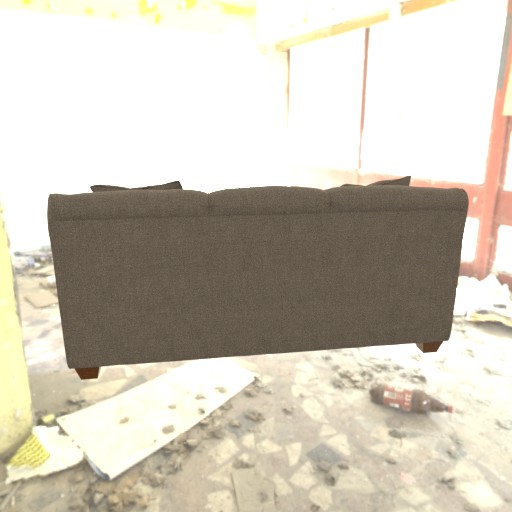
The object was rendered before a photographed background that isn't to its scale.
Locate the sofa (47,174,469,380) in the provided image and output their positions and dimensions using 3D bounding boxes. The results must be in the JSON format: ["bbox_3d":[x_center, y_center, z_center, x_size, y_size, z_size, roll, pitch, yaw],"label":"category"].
[{"bbox_3d":[0.000,0.000,2.630,2.024,0.958,0.997,-2,16,-8],"label":"sofa"}]
